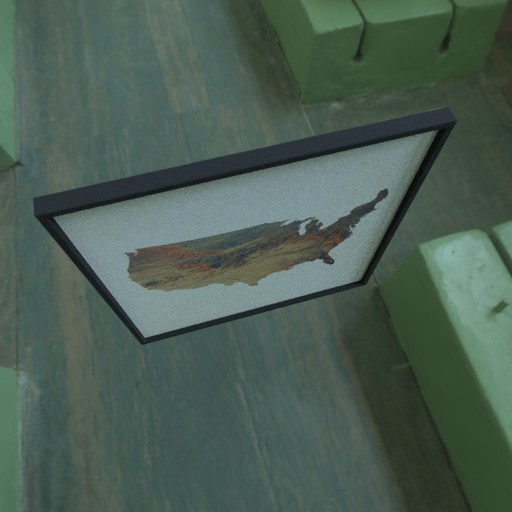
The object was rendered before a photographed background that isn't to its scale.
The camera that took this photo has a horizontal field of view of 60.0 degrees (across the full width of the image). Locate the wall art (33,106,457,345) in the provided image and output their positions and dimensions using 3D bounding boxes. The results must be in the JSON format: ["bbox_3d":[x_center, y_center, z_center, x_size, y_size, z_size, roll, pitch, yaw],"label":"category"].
[{"bbox_3d":[0.000,0.000,1.117,0.762,0.762,0.038,-14,64,-7],"label":"wall art"}]
